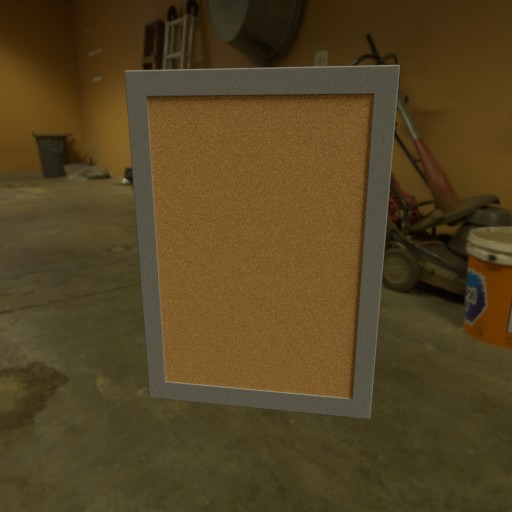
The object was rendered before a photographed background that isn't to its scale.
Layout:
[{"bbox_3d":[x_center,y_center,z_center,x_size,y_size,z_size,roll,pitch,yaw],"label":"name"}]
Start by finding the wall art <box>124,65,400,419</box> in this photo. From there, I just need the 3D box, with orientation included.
[{"bbox_3d":[0.000,0.000,0.674,0.374,0.529,0.012,3,17,9],"label":"wall art"}]
